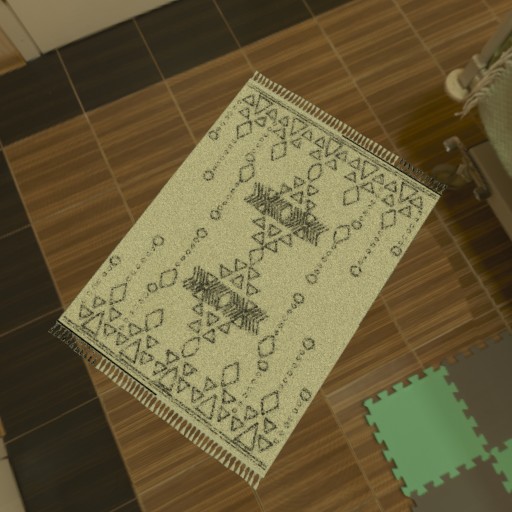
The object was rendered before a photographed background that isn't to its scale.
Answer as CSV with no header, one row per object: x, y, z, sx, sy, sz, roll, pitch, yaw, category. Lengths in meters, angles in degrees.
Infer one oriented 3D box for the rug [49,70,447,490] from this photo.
0.000,0.000,2.922,1.600,0.013,2.312,34,78,8,rug
